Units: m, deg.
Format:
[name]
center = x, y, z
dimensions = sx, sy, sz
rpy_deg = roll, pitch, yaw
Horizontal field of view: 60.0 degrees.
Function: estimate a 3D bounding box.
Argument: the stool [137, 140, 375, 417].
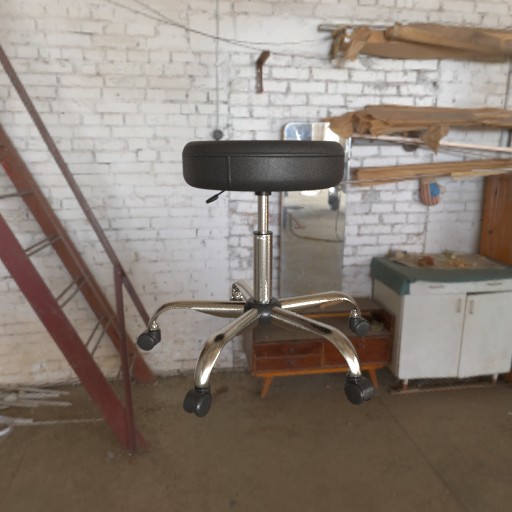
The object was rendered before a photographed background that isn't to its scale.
[stool]
center = 0.000, 0.000, 1.147
dimensions = 0.673, 0.576, 0.638
rpy_deg = 6, 15, 25
